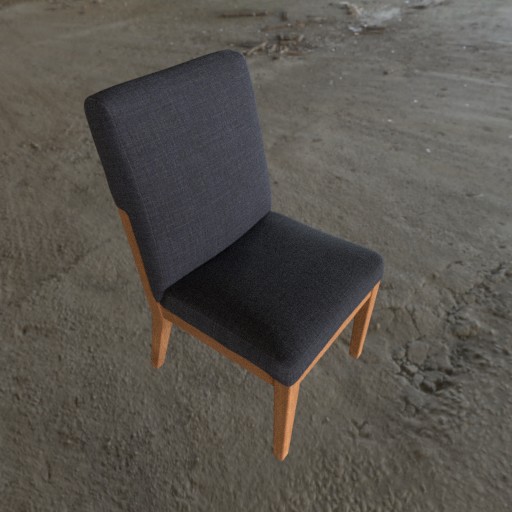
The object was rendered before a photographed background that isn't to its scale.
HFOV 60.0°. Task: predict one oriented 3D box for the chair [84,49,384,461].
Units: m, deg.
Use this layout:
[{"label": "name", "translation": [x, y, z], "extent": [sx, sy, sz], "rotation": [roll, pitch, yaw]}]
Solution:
[{"label": "chair", "translation": [0.000, 0.000, 1.232], "extent": [0.586, 0.911, 0.507], "rotation": [26, 46, 28]}]
